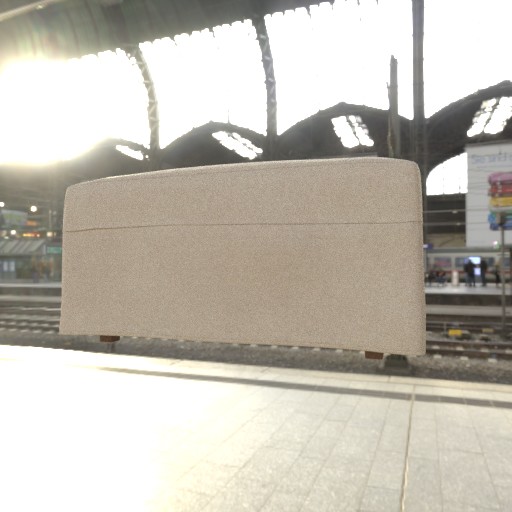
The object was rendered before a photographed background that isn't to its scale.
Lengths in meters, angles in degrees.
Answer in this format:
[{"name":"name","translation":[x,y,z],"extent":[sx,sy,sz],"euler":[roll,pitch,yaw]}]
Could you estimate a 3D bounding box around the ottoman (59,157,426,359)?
[{"name":"ottoman","translation":[0.000,0.000,1.232],"extent":[0.872,0.444,0.590],"euler":[-1,-2,19]}]
